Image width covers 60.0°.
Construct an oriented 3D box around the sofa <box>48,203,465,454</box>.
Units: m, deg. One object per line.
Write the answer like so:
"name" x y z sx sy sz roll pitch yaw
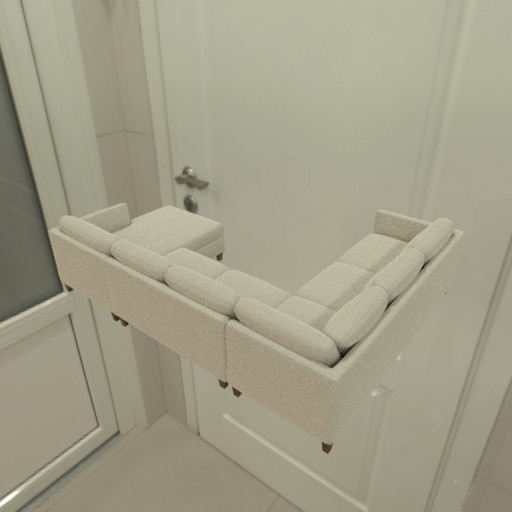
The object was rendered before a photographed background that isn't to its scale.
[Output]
"sofa" 0.000 0.000 4.430 3.238 0.853 2.551 21 36 33
